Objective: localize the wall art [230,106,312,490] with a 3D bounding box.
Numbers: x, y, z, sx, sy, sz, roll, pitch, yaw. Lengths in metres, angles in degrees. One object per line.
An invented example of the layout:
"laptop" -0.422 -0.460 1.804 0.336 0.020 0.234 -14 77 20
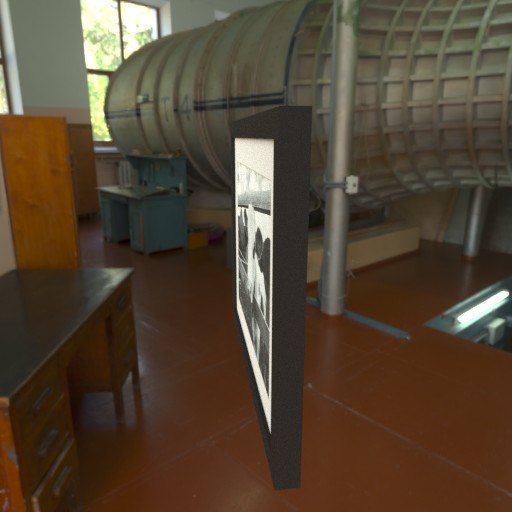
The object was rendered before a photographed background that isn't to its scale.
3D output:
"wall art" 0.000 0.000 0.551 0.024 0.329 0.404 -2 15 -8
